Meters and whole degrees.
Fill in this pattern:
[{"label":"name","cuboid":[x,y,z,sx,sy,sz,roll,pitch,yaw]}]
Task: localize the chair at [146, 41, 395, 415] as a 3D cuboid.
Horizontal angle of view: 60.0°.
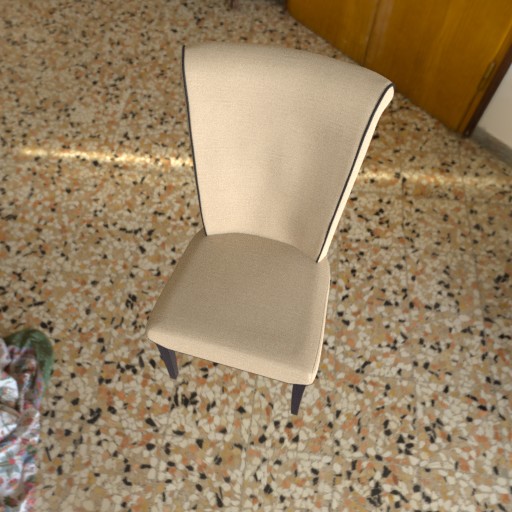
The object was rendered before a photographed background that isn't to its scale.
[{"label":"chair","cuboid":[0.000,0.000,1.332,0.522,0.997,0.623,14,61,8]}]
